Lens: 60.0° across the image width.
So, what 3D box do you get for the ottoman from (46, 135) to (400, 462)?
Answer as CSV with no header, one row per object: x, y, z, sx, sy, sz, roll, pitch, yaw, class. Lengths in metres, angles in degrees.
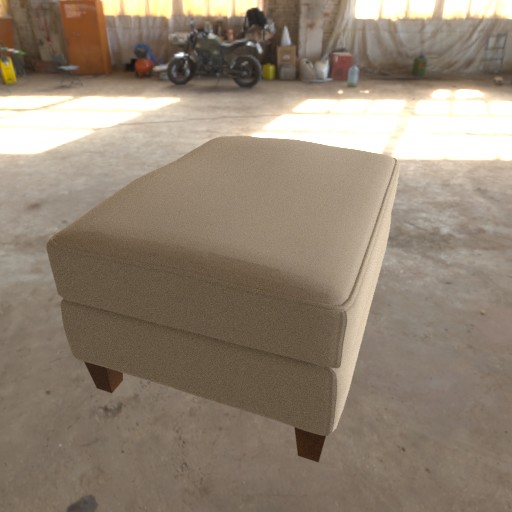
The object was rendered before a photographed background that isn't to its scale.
0.000,0.000,1.188,0.634,0.485,0.818,11,32,18,ottoman
